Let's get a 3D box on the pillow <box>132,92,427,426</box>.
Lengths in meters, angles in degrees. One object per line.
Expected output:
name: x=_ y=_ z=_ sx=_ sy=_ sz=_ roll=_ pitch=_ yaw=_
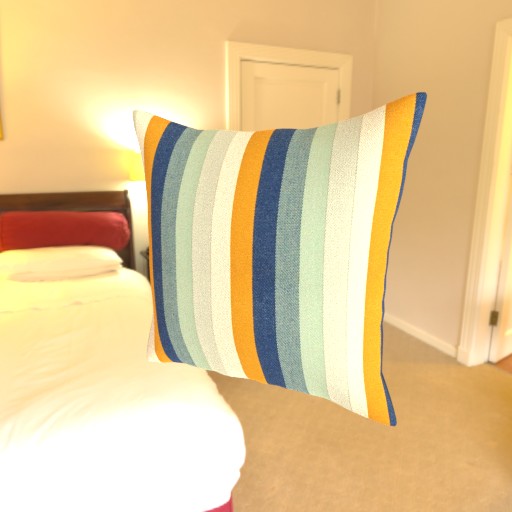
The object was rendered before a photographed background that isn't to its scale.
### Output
pillow: x=0.000 y=0.000 z=0.688 sx=0.463 sy=0.454 sz=0.173 roll=7 pitch=15 yaw=27
